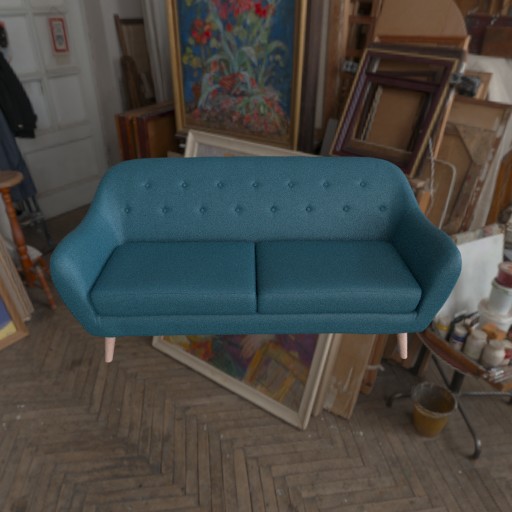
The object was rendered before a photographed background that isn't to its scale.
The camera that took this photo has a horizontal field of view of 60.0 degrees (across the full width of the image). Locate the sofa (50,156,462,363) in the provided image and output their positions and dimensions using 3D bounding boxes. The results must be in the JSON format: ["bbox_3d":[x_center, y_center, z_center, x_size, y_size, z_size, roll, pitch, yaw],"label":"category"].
[{"bbox_3d":[0.000,0.000,2.348,1.840,0.836,0.820,-1,31,-1],"label":"sofa"}]
